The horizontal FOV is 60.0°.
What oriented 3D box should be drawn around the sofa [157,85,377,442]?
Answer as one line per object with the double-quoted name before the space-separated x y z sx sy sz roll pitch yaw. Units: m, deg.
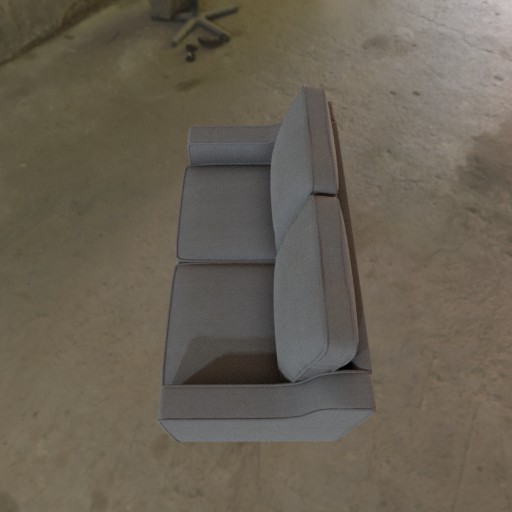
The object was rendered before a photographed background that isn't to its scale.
"sofa" 0.000 0.000 2.044 0.791 0.948 1.500 0 58 0
